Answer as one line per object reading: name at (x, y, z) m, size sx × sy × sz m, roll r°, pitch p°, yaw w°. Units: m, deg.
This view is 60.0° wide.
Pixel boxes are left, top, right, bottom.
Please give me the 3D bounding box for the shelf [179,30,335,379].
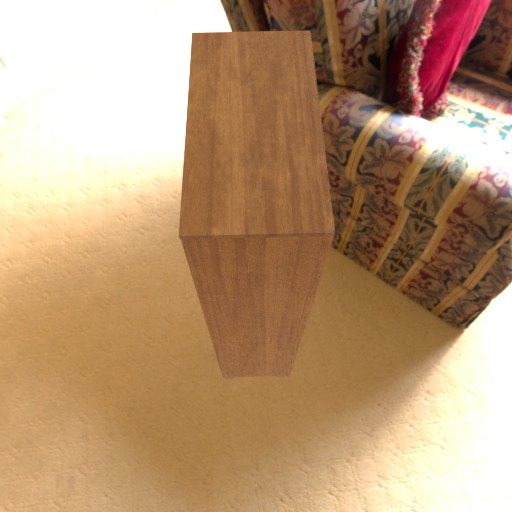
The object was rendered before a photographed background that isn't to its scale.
shelf at (0.000, 0.000, 2.291) m, size 0.453 × 1.930 × 0.864 m, roll -1°, pitch 63°, yaw -1°
